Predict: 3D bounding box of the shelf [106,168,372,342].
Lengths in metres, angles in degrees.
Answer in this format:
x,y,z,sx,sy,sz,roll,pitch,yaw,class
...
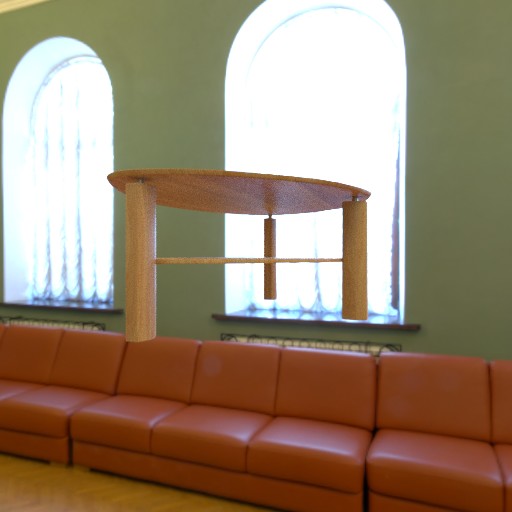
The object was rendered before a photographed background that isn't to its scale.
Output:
x,y,z,sx,sy,sz,roll,pitch,yaw,class
0.000,0.000,1.665,0.845,0.440,1.246,0,0,20,shelf
